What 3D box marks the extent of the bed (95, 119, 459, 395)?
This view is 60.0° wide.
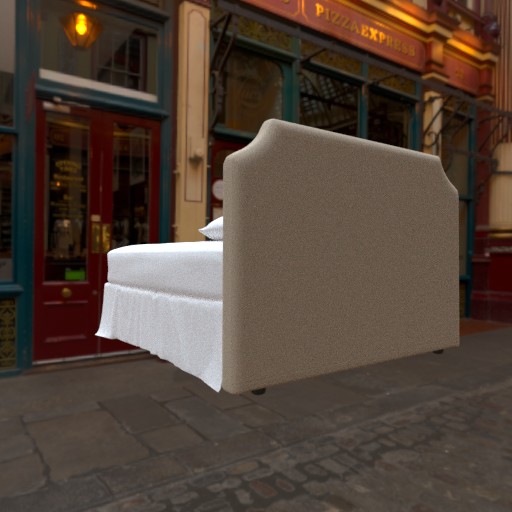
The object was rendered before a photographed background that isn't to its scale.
[{"bbox_3d":[0.000,0.000,3.342,1.828,1.301,2.204,0,0,-36],"label":"bed"}]
